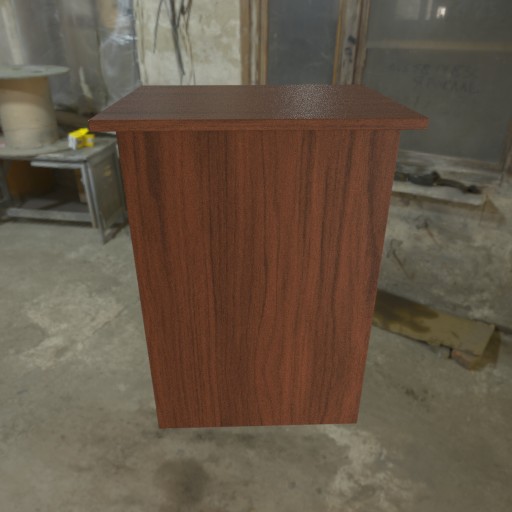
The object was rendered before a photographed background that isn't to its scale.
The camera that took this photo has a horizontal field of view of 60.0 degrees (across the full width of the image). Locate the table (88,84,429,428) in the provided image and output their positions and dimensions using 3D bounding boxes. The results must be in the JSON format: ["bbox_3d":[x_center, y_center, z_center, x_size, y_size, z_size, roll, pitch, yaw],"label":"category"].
[{"bbox_3d":[0.000,0.000,0.939,0.480,0.636,0.381,-1,28,-2],"label":"table"}]
